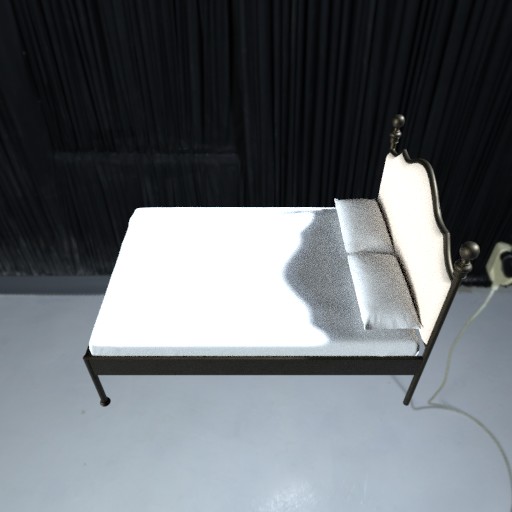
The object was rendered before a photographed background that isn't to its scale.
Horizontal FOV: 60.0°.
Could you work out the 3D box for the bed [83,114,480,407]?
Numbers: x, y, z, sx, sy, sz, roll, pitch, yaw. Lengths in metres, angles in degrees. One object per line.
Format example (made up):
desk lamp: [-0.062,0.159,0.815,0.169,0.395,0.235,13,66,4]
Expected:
bed: [0.000,0.000,3.150,2.170,1.462,1.533,0,42,0]
